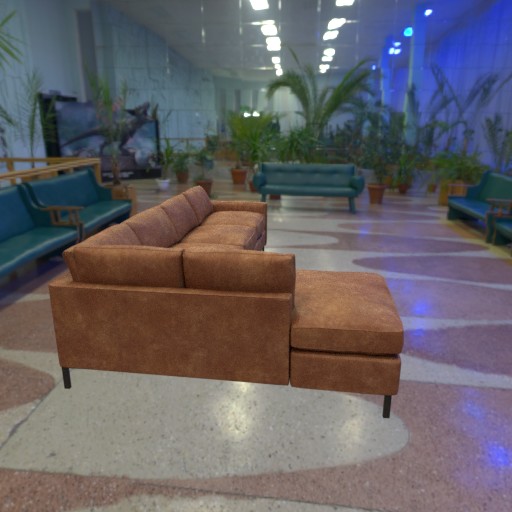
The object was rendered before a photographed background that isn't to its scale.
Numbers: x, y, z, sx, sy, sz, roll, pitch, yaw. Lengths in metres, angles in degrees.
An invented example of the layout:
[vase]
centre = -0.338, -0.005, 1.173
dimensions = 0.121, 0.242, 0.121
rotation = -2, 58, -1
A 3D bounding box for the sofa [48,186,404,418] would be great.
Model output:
[sofa]
centre = 0.000, 0.000, 3.755
dimensions = 1.938, 0.877, 2.984
rotation = 2, 17, 8
